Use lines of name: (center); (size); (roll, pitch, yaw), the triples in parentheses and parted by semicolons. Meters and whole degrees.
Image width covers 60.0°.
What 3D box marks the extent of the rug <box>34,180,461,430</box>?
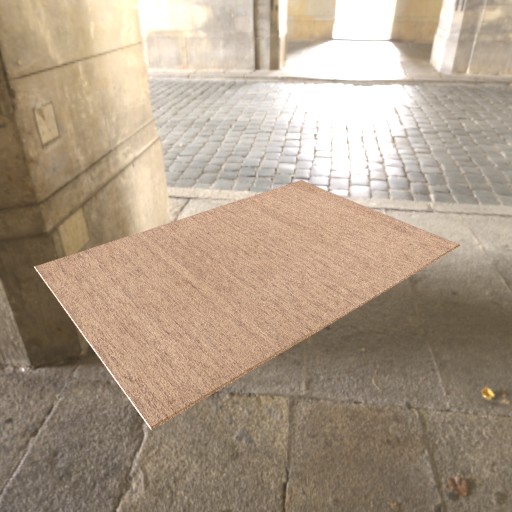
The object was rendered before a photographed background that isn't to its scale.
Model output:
rug: (0.000, 0.000, 2.291); (1.840, 0.013, 1.225); (-23, 38, -33)
